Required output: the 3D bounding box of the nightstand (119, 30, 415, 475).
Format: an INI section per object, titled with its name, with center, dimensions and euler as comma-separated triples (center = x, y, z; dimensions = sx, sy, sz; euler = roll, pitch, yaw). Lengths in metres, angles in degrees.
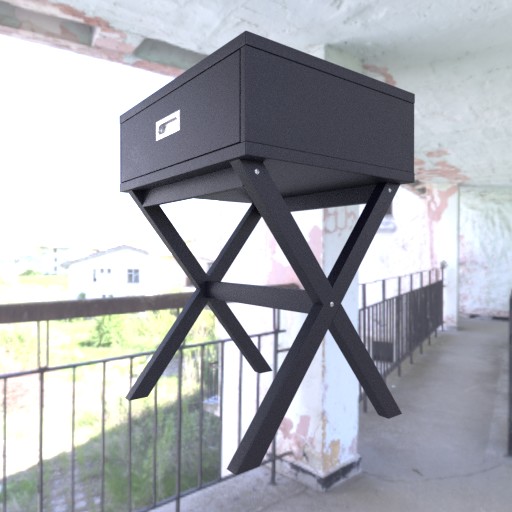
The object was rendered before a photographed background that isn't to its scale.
[nightstand]
center = 0.000, 0.000, 0.920
dimensions = 0.402, 0.623, 0.479
euler = 0, 1, -37
